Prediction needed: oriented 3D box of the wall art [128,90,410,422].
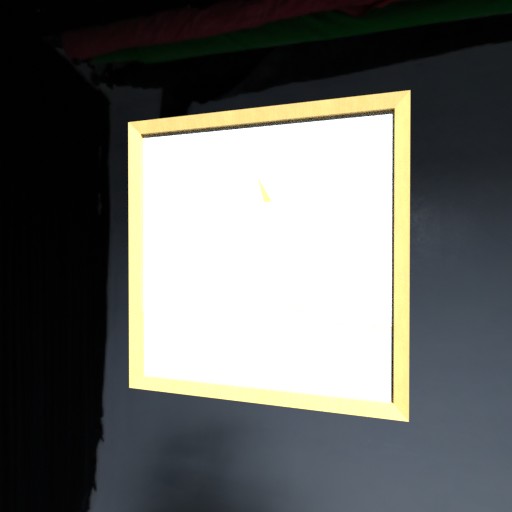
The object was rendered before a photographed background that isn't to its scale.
[{"bbox_3d":[0.000,0.000,2.956,1.935,1.936,0.097,0,1,19],"label":"wall art"}]
